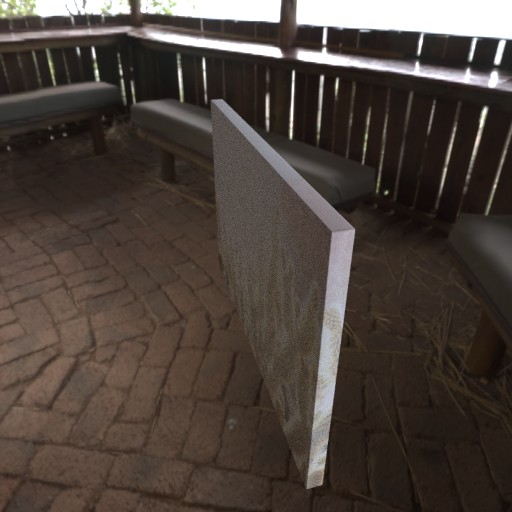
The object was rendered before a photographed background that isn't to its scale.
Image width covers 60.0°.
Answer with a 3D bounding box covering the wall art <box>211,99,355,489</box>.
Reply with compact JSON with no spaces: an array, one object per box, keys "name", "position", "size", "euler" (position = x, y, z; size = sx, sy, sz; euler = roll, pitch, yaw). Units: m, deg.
[{"name":"wall art","position":[0.000,0.000,1.157],"size":[0.040,0.608,0.916],"euler":[-8,32,-13]}]
